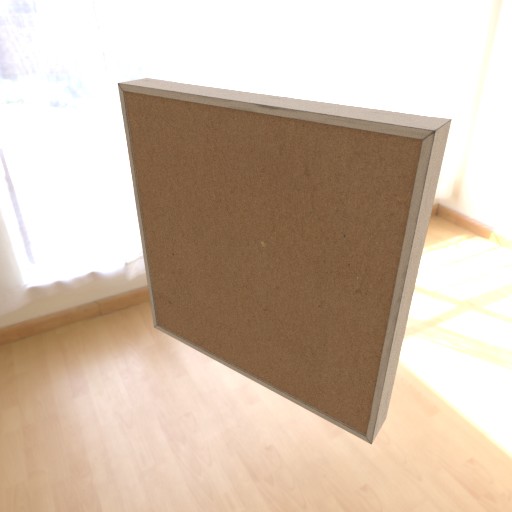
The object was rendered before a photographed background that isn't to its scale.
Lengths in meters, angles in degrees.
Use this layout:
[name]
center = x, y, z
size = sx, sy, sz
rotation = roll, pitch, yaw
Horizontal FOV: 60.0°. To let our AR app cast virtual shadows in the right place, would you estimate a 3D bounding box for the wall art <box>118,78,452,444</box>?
[wall art]
center = 0.000, 0.000, 0.446
size = 0.305, 0.305, 0.038
rotation = 20, 36, 30
